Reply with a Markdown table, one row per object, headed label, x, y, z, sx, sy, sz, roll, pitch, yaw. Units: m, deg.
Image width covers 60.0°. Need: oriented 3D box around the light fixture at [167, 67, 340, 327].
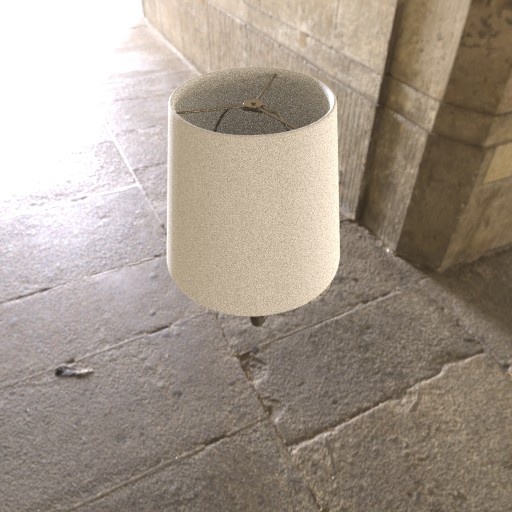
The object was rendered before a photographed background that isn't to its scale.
| label | x | y | z | sx | sy | sz | roll | pitch | yaw |
| --- | --- | --- | --- | --- | --- | --- | --- | --- | --- |
| light fixture | 0.000 | 0.000 | 0.453 | 0.168 | 0.337 | 0.188 | 13 | 44 | 14 |
